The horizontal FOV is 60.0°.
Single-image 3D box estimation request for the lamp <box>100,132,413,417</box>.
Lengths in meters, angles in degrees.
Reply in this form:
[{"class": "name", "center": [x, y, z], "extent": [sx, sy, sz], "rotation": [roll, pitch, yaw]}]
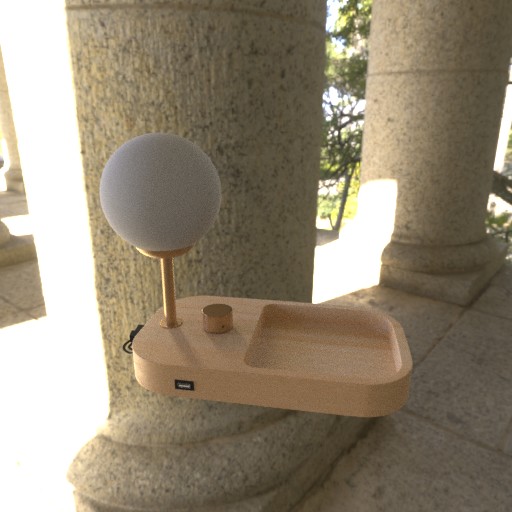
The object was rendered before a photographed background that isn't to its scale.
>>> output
[{"class": "lamp", "center": [0.000, 0.000, 0.474], "extent": [0.331, 0.253, 0.173], "rotation": [3, 19, 10]}]
